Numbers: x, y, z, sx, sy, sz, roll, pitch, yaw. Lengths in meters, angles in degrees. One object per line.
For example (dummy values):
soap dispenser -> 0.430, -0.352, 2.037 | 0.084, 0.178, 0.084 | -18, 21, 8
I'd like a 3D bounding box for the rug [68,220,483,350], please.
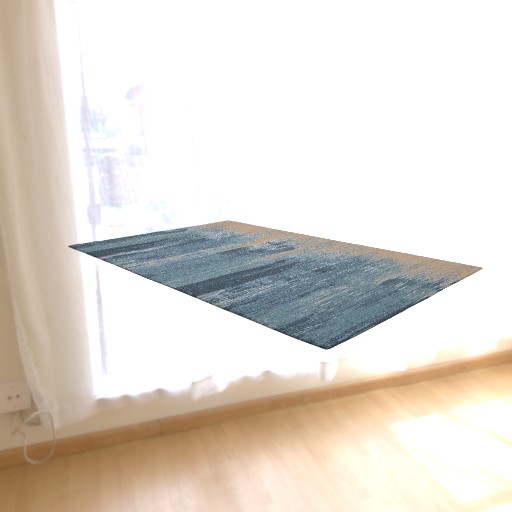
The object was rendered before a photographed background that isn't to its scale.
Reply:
rug -> 0.000, 0.000, 2.305 | 1.232, 0.009, 1.836 | -14, 20, -43
